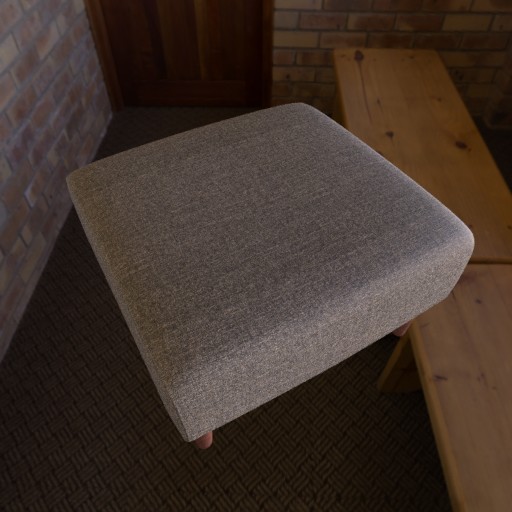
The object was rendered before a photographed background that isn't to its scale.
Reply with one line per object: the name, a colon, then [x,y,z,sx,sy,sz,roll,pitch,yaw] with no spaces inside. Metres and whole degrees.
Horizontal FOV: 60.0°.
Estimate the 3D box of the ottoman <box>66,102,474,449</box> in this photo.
ottoman: [0.000,0.000,1.046,0.655,0.399,0.648,-23,52,-20]
